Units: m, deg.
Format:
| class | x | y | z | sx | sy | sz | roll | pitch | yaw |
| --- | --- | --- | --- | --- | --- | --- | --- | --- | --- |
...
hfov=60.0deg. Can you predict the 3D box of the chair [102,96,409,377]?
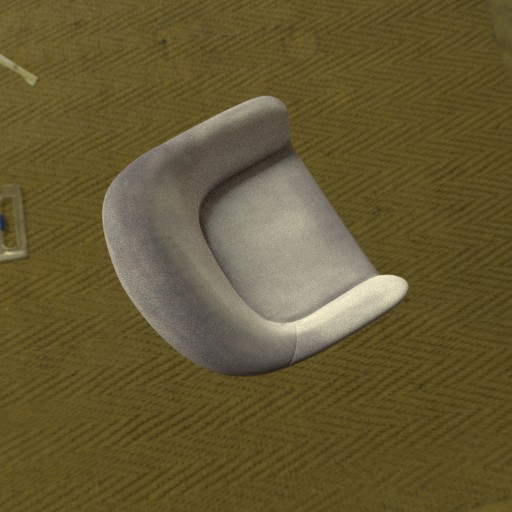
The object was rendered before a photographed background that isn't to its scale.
| class | x | y | z | sx | sy | sz | roll | pitch | yaw |
| --- | --- | --- | --- | --- | --- | --- | --- | --- | --- |
| chair | 0.000 | 0.000 | 1.149 | 0.540 | 0.780 | 0.570 | -30 | 78 | -7 |
